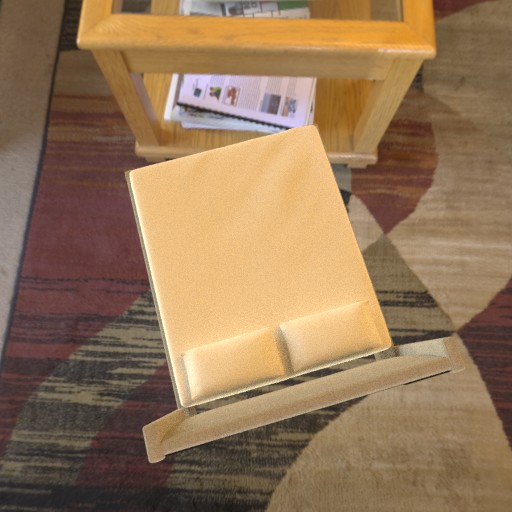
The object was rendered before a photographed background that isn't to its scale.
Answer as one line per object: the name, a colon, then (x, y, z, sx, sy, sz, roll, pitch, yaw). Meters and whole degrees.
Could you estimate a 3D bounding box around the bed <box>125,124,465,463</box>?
bed: (0.000, 0.000, 3.341, 1.774, 1.491, 2.222, -15, 76, -4)
